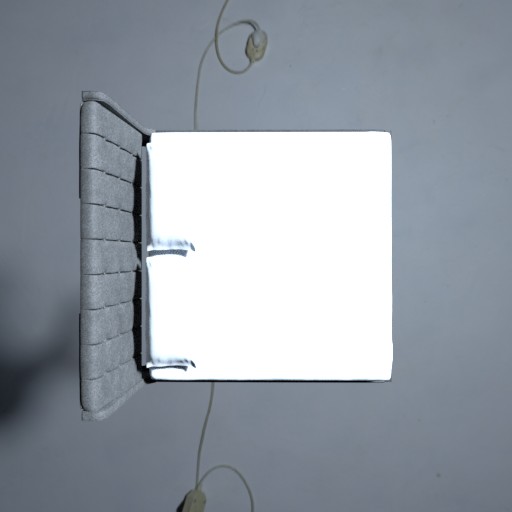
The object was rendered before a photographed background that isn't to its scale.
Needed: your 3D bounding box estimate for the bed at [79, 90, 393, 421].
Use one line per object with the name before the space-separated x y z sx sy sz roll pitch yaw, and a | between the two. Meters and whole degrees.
bed | 0.000 0.000 2.504 1.638 0.933 1.531 0 90 1
